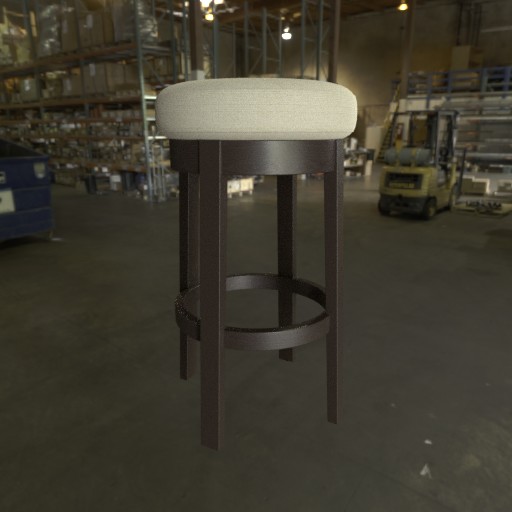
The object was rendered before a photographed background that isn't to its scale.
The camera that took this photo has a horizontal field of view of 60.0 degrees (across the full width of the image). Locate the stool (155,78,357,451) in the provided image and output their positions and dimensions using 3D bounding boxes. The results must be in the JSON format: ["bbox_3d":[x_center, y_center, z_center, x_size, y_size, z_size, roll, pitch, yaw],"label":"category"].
[{"bbox_3d":[0.000,0.000,1.045,0.446,0.758,0.446,0,16,0],"label":"stool"}]
